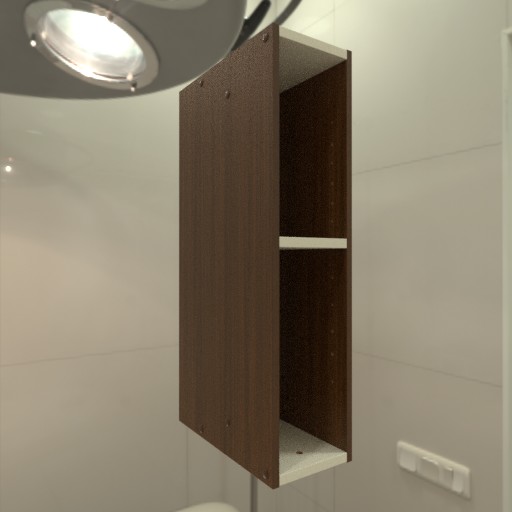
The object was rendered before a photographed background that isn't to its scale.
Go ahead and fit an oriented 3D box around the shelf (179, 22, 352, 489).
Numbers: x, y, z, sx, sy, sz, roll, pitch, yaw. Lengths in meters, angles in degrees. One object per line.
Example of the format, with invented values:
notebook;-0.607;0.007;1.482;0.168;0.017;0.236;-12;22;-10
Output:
shelf;0.000;0.000;0.729;0.147;0.600;0.290;0;0;-34
